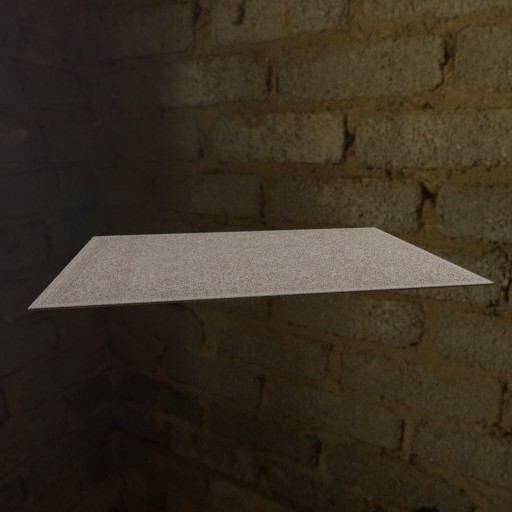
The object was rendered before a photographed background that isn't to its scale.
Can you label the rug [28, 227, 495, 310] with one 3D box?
[{"bbox_3d":[0.000,0.000,2.284,1.829,0.010,1.219,-2,15,-9],"label":"rug"}]
